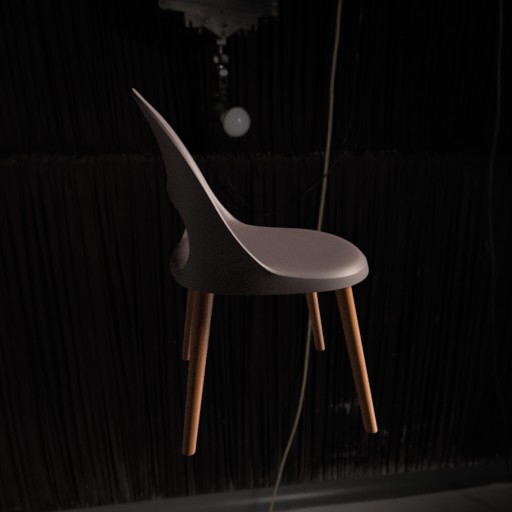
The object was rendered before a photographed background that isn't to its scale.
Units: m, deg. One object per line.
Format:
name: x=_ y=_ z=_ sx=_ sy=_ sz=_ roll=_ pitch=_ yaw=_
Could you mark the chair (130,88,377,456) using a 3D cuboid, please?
chair: x=0.000 y=0.000 z=1.136 sx=0.556 sy=0.794 sz=0.470 roll=-3 pitch=16 yaw=-9
